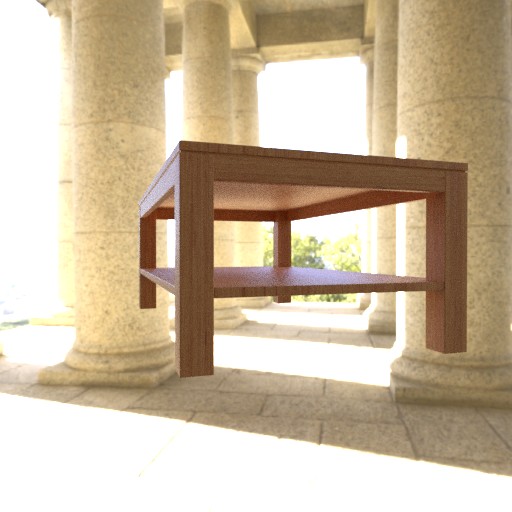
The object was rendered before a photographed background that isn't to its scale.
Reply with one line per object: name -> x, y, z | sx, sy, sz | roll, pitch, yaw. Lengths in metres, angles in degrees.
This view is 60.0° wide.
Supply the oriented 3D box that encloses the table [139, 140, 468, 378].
table -> 0.000, 0.000, 1.503 | 0.695, 0.457, 1.146 | 0, 1, -19
